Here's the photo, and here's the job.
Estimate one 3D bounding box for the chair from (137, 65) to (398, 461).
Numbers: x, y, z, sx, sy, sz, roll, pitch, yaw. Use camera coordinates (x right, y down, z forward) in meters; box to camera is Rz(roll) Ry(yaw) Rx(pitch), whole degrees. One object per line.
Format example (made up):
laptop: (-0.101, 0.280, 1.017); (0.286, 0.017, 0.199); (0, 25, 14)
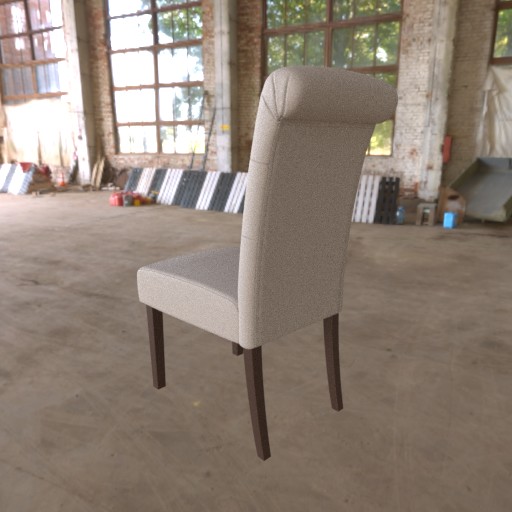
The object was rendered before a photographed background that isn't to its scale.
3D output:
chair: (0.000, 0.000, 1.360); (0.456, 1.006, 0.671); (-13, 19, -42)
